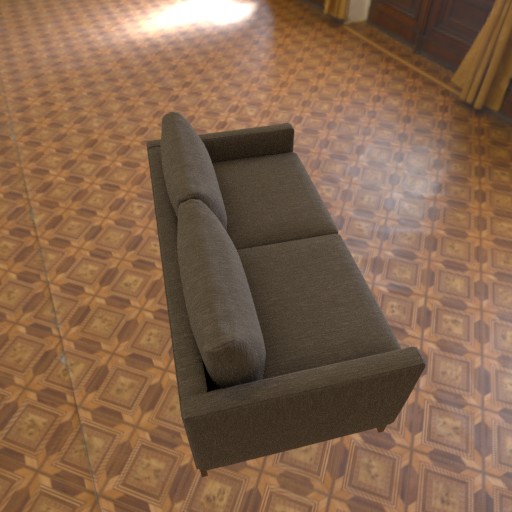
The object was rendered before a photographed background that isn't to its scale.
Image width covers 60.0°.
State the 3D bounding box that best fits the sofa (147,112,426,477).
[{"bbox_3d":[0.000,0.000,2.153,0.875,0.840,1.682,-10,47,-9],"label":"sofa"}]
